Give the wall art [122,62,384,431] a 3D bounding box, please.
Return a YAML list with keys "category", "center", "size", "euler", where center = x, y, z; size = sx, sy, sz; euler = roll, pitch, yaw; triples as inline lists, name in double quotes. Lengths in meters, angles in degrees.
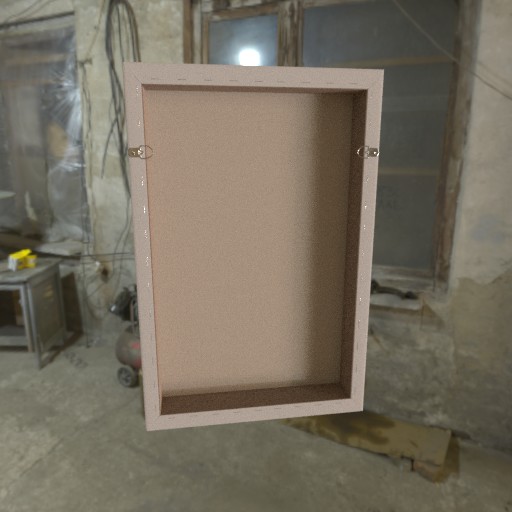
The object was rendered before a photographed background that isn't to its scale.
- category: "wall art"
  center: [0.000, 0.000, 0.484]
  size: [0.252, 0.381, 0.039]
  euler: [-2, 13, -9]
